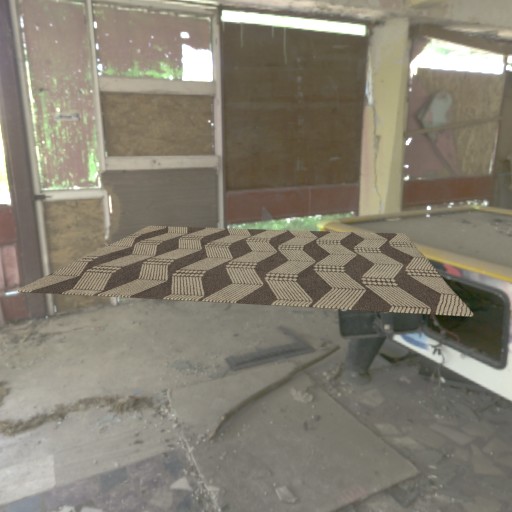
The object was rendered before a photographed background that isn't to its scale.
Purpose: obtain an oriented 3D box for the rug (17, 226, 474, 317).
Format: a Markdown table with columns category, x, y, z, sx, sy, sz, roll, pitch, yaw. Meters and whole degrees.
| category | x | y | z | sx | sy | sz | roll | pitch | yaw |
| --- | --- | --- | --- | --- | --- | --- | --- | --- | --- |
| rug | 0.000 | 0.000 | 4.056 | 3.048 | 0.016 | 2.438 | 2 | 15 | 8 |
